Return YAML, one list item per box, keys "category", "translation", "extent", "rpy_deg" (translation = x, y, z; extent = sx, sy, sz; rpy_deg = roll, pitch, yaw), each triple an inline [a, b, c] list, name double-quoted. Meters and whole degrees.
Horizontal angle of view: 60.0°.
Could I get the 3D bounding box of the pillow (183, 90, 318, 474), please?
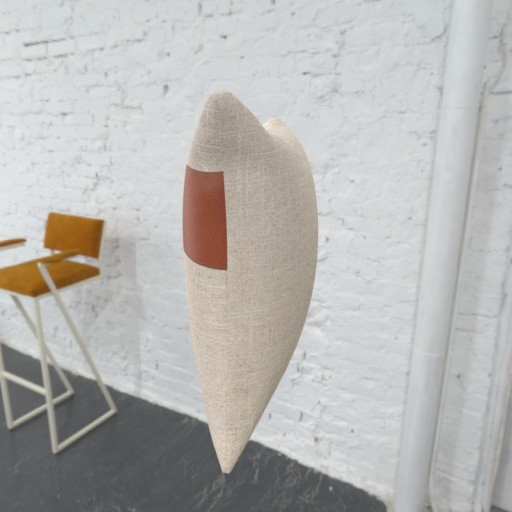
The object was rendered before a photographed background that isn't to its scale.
- category: "pillow"
  translation: [0.000, 0.000, 0.629]
  extent: [0.173, 0.399, 0.414]
  rpy_deg: [2, 14, 9]
